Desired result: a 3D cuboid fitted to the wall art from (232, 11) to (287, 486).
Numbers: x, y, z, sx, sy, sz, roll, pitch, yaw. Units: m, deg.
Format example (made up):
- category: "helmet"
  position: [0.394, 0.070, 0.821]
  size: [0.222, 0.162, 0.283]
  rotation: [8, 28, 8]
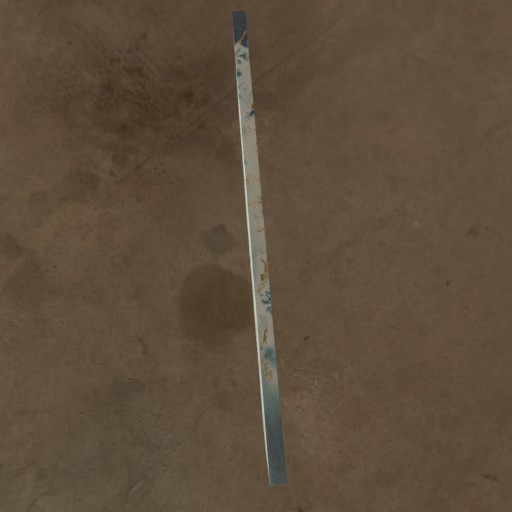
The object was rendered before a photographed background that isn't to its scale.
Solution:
- category: "wall art"
  position: [0.000, 0.000, 1.394]
  size: [0.035, 0.759, 1.138]
  rotation: [-4, 76, -1]
